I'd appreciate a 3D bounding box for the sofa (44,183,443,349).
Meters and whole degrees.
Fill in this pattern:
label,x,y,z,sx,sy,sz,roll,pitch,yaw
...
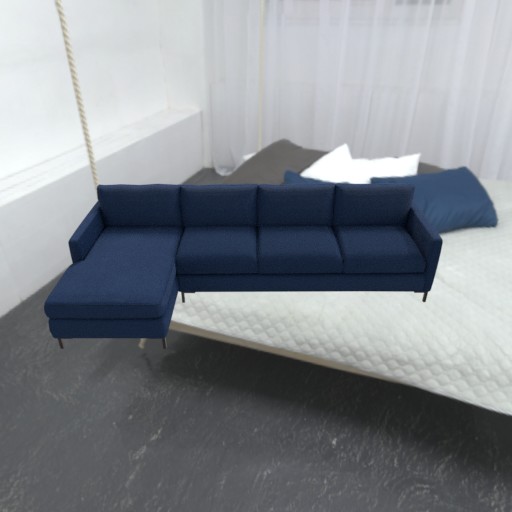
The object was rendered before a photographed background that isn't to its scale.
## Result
label,x,y,z,sx,sy,sz,roll,pitch,yaw
sofa,0.000,0.000,2.988,2.450,0.679,1.128,0,31,0
